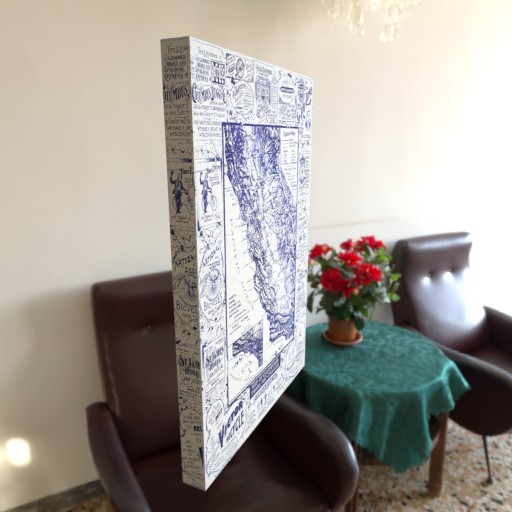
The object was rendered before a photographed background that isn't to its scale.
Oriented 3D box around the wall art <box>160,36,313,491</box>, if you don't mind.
[{"bbox_3d":[0.000,0.000,0.747,0.040,0.601,0.408,7,17,25],"label":"wall art"}]
